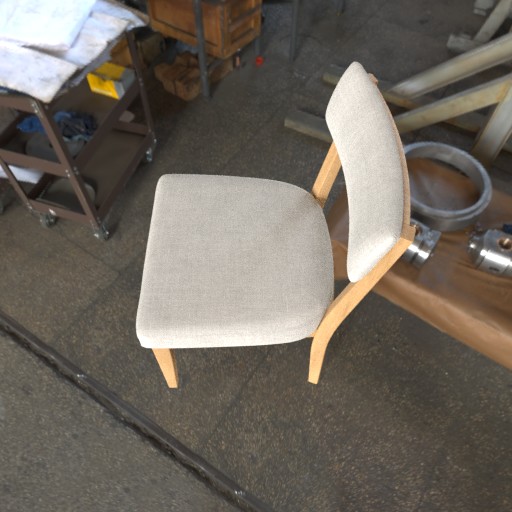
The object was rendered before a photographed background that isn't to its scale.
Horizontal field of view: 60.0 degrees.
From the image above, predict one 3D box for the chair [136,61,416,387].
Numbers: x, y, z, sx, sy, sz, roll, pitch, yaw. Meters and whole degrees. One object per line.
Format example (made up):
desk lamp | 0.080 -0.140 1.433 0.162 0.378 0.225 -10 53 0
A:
chair | 0.000 0.000 1.183 0.572 0.832 0.508 0 57 0
